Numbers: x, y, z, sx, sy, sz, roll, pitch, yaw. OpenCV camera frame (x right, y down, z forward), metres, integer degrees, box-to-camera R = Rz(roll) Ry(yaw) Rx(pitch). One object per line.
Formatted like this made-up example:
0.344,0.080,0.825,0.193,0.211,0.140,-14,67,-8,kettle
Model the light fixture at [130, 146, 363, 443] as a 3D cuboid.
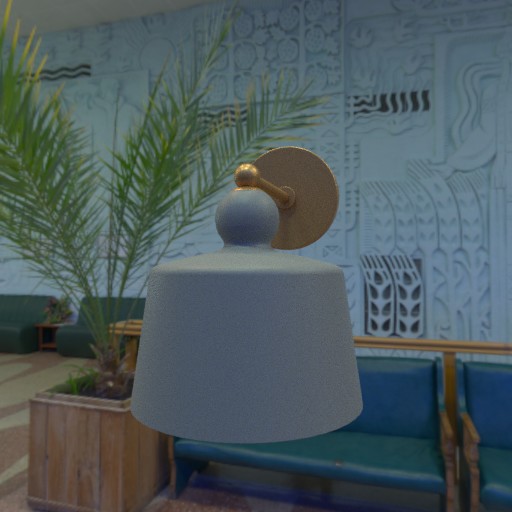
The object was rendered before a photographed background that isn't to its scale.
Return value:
0.000,0.000,0.427,0.204,0.268,0.254,0,-1,18,light fixture
